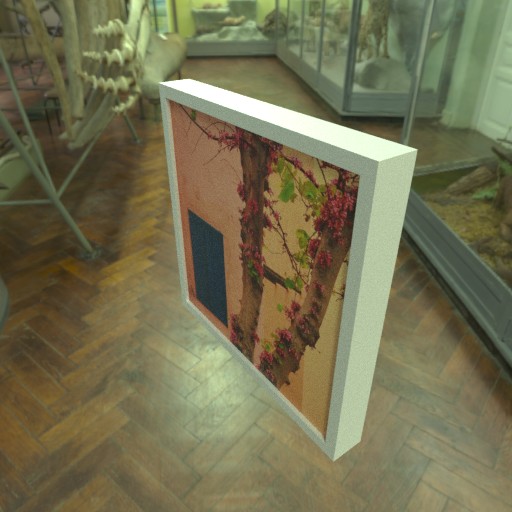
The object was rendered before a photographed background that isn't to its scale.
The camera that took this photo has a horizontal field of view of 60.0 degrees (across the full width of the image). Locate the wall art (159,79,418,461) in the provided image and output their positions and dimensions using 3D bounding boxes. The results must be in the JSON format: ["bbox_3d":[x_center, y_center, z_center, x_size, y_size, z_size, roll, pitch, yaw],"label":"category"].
[{"bbox_3d":[0.000,0.000,0.463,0.038,0.302,0.305,-21,37,-30],"label":"wall art"}]
